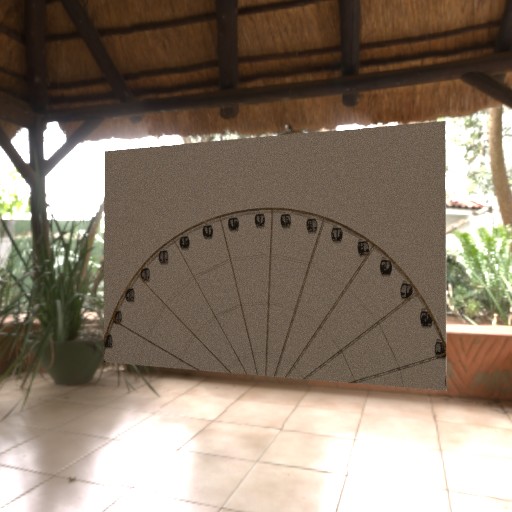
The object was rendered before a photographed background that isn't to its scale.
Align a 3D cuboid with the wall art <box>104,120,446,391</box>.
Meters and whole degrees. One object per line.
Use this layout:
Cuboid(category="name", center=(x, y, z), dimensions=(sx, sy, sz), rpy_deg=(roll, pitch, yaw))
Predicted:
Cuboid(category="wall art", center=(0.000, 0.000, 1.137), dimensions=(0.898, 0.601, 0.038), rpy_deg=(0, 0, 18))
